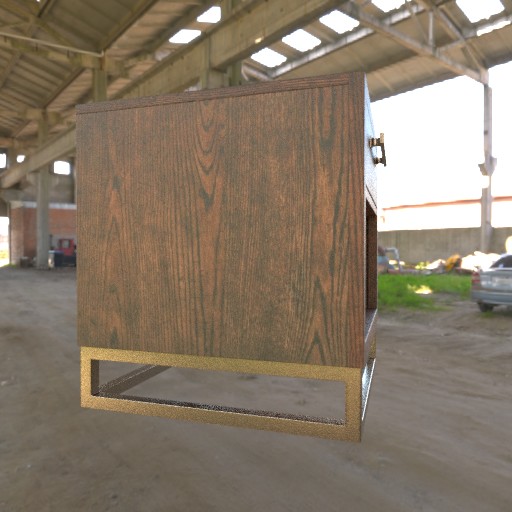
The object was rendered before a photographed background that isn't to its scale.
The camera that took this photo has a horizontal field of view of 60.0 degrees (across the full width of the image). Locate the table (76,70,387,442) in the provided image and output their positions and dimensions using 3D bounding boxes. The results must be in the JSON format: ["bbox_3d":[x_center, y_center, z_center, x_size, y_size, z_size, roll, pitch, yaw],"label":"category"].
[{"bbox_3d":[0.000,0.000,1.006,0.566,0.582,0.506,0,1,18],"label":"table"}]
